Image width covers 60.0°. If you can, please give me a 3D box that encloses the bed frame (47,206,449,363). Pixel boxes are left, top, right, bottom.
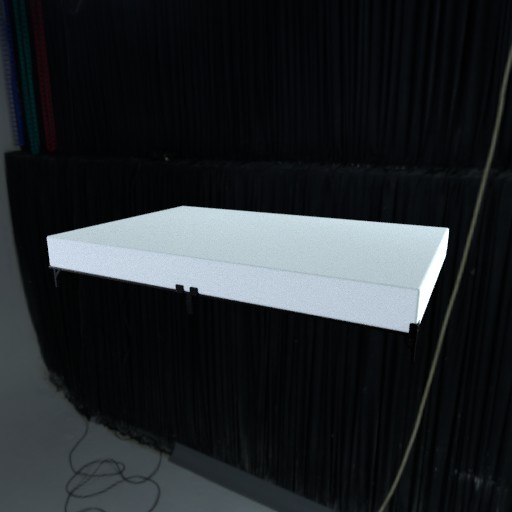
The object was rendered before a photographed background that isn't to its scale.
[{"bbox_3d":[0.000,0.000,3.931,2.987,0.440,1.930,8,17,26],"label":"bed frame"}]
